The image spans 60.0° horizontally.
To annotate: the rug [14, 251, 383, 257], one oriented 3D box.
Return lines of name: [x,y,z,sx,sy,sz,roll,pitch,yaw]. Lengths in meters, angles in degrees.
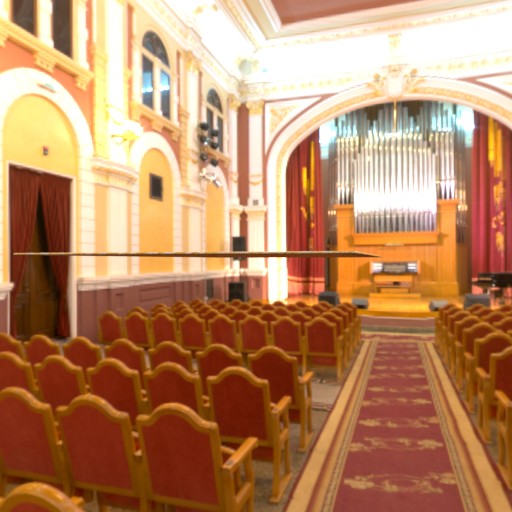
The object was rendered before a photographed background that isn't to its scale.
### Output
rug: [0.000,0.000,2.902,1.511,0.010,2.424,0,-1,18]
